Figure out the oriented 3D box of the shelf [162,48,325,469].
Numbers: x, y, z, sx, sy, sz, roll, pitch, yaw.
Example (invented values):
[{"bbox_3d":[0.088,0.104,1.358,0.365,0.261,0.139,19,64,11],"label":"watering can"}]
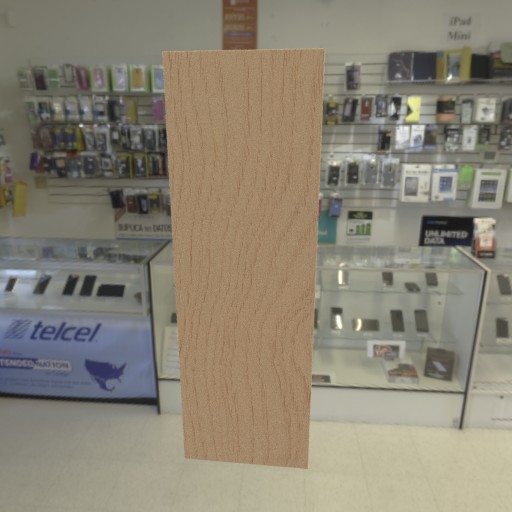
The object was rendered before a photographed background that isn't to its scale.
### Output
[{"bbox_3d":[0.000,0.000,0.754,0.200,0.600,0.290,2,17,6],"label":"shelf"}]
